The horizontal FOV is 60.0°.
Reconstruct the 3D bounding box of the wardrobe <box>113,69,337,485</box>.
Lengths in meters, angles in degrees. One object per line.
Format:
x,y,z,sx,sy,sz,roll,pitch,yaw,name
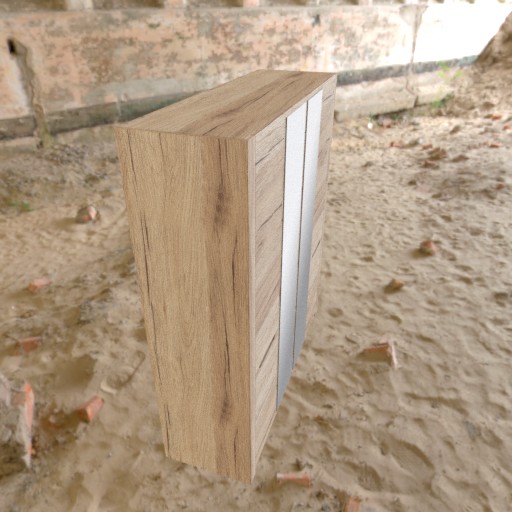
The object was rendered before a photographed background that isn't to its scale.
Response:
0.000,0.000,2.951,0.580,2.070,1.810,10,32,17,wardrobe
